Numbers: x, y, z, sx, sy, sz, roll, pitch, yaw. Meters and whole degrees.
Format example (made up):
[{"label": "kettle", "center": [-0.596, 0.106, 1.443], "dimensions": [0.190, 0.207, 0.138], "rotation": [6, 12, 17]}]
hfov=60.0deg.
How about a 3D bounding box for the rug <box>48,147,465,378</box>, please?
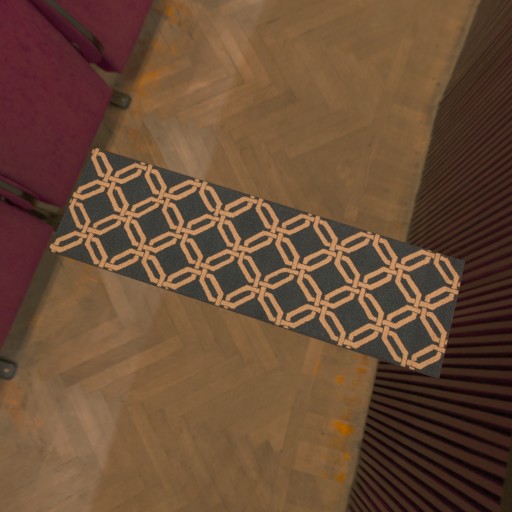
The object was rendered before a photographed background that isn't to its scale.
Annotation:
[{"label": "rug", "center": [0.000, 0.000, 2.519], "dimensions": [2.276, 0.014, 0.678], "rotation": [18, 78, 4]}]
